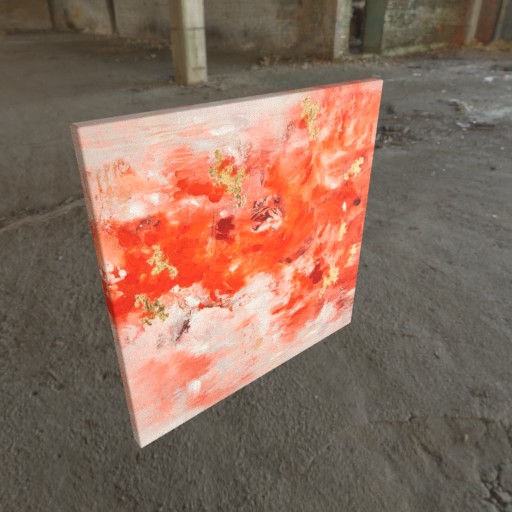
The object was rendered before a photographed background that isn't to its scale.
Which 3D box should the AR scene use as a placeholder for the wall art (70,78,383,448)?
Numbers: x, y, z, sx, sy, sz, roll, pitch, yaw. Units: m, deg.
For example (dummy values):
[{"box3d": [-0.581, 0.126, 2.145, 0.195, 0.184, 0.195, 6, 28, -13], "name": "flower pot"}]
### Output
[{"box3d": [0.000, 0.000, 1.079, 0.747, 0.746, 0.064, -22, 37, -33], "name": "wall art"}]
